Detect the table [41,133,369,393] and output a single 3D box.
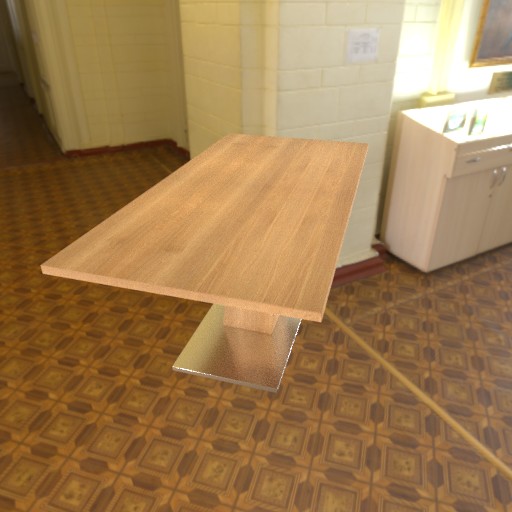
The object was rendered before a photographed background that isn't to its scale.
[{"bbox_3d":[0.000,0.000,2.236,0.900,0.750,1.800,8,30,14],"label":"table"}]
